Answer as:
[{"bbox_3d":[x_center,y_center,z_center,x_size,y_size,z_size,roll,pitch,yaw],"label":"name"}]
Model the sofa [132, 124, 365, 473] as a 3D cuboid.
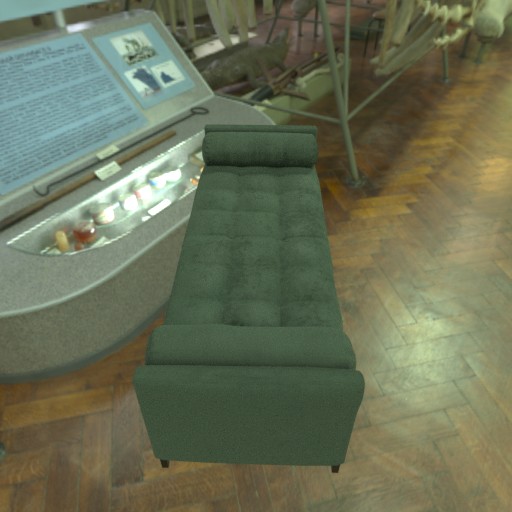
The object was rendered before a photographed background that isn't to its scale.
[{"bbox_3d":[0.000,0.000,2.458,0.817,0.681,2.130,1,40,1],"label":"sofa"}]
